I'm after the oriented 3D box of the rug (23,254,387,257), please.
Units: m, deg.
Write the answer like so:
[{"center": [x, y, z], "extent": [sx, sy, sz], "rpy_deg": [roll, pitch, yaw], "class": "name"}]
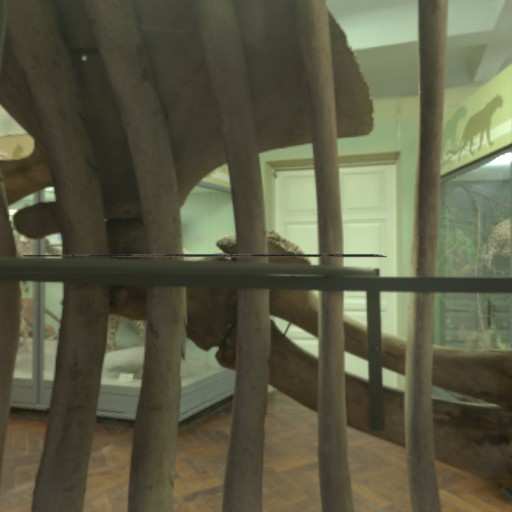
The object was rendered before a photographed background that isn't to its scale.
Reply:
[{"center": [0.000, 0.000, 2.743], "extent": [1.524, 0.013, 2.135], "rpy_deg": [0, 0, 18], "class": "rug"}]
